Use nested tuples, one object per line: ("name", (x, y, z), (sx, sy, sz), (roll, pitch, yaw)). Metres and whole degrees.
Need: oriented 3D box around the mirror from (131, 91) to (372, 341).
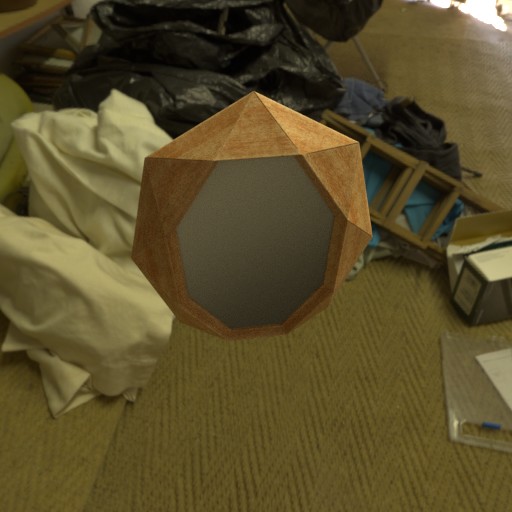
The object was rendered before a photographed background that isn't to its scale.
("mirror", (0.000, 0.000, 1.035), (0.577, 0.774, 0.070), (-5, 46, -5))
